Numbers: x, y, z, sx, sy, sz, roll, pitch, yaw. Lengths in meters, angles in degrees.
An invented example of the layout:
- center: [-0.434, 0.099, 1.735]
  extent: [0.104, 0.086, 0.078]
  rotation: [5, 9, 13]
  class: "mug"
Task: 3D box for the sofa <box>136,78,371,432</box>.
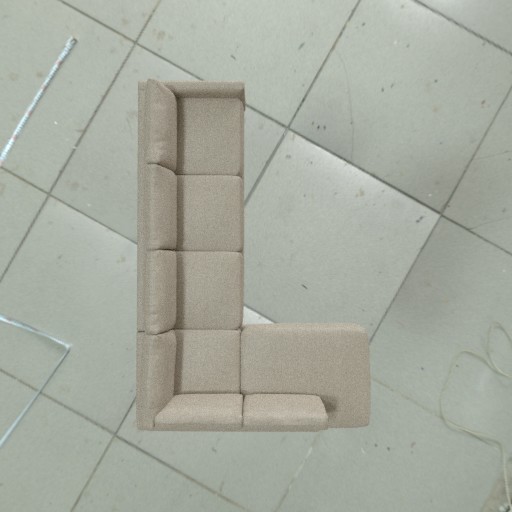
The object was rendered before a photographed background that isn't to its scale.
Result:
- center: [0.000, 0.000, 3.165]
  extent: [1.617, 0.703, 2.423]
  rotation: [0, 89, 0]
  class: "sofa"
